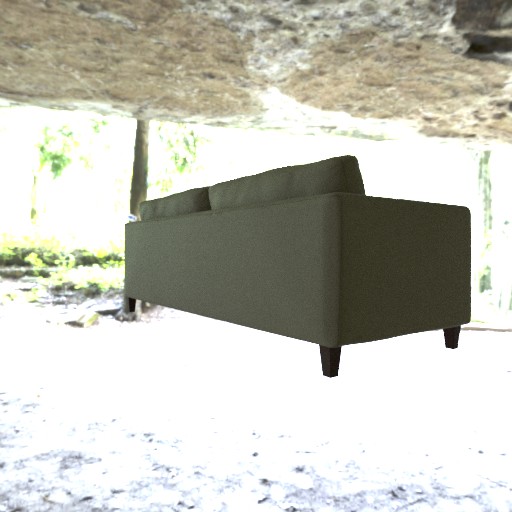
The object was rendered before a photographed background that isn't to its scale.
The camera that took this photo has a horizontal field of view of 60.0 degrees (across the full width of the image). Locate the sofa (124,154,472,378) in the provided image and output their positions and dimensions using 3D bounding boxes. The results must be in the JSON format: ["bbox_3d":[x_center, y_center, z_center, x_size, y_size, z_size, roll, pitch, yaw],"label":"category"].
[{"bbox_3d":[0.000,0.000,2.882,0.988,0.912,2.404,-1,1,-35],"label":"sofa"}]
